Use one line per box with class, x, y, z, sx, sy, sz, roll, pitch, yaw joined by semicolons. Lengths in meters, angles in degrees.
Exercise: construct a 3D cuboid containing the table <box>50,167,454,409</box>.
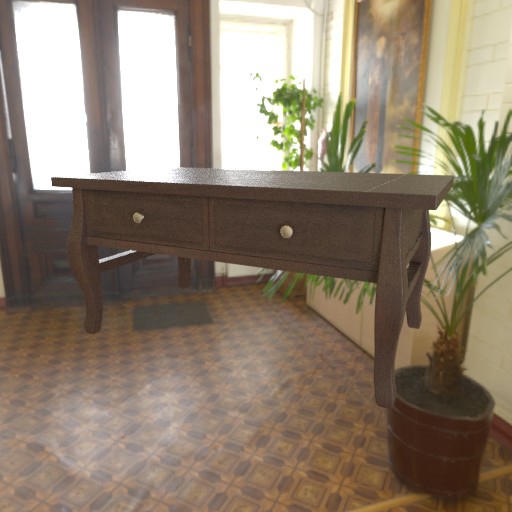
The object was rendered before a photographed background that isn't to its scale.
table;0.000;0.000;1.389;1.062;0.494;0.600;7;16;25
